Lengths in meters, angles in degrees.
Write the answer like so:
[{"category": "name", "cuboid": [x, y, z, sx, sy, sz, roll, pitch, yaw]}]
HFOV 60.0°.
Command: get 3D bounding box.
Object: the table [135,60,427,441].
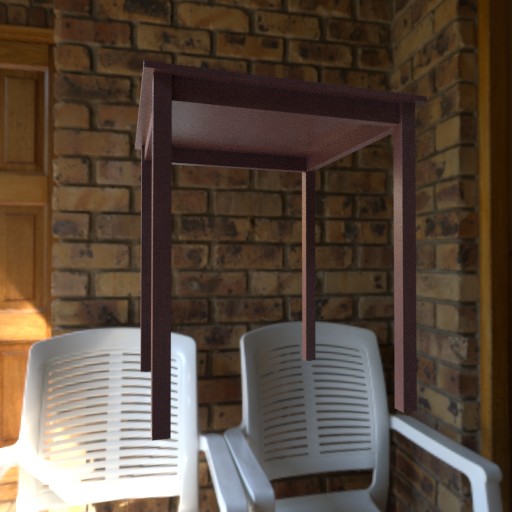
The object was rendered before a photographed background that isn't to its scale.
[{"category": "table", "cuboid": [0.000, 0.000, 1.669, 0.861, 0.991, 0.861, 0, -1, -17]}]
